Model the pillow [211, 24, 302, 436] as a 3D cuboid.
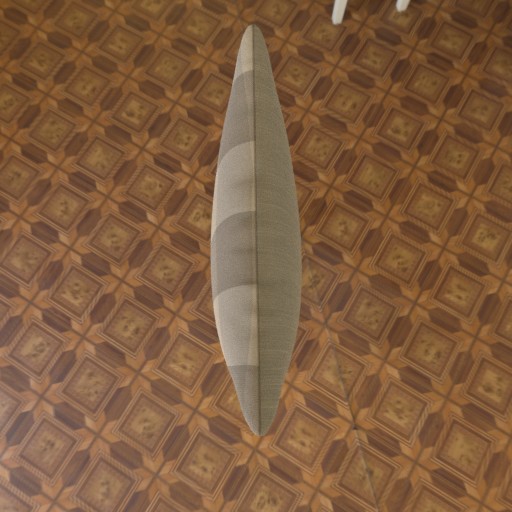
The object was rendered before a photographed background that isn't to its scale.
[{"bbox_3d":[0.000,0.000,0.770,0.161,0.509,0.511,-1,77,0],"label":"pillow"}]
